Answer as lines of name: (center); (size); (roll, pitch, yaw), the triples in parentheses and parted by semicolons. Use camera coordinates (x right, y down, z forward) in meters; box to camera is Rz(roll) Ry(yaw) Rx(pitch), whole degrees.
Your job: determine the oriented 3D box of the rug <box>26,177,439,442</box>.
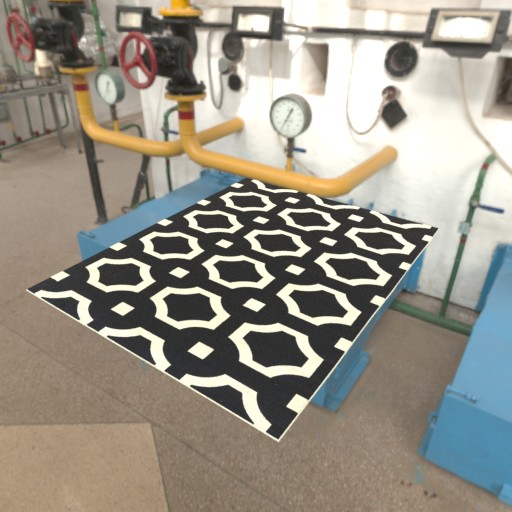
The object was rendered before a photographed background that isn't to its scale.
rug: (0.000, 0.000, 4.093); (2.466, 0.021, 3.049); (20, 37, 30)
